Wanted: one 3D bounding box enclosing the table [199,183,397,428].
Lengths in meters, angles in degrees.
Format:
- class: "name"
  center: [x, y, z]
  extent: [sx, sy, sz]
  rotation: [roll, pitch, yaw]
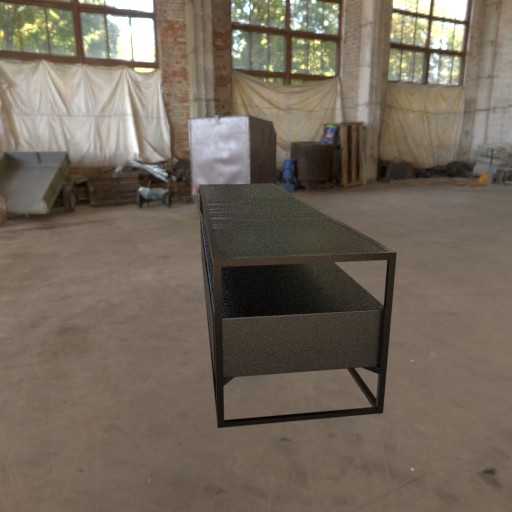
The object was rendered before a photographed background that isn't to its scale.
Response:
- class: "table"
  center: [0.000, 0.000, 1.686]
  extent: [0.399, 0.395, 1.486]
  rotation: [-2, 15, -8]
